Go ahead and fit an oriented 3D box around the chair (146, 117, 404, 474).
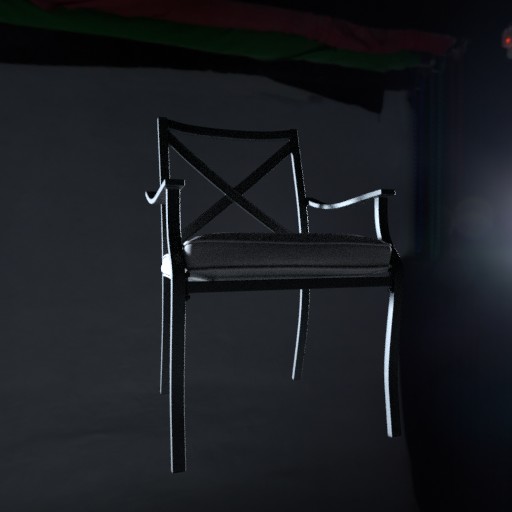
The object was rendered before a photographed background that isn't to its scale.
[{"bbox_3d":[0.000,0.000,1.267,0.575,0.889,0.620,0,1,-19],"label":"chair"}]
